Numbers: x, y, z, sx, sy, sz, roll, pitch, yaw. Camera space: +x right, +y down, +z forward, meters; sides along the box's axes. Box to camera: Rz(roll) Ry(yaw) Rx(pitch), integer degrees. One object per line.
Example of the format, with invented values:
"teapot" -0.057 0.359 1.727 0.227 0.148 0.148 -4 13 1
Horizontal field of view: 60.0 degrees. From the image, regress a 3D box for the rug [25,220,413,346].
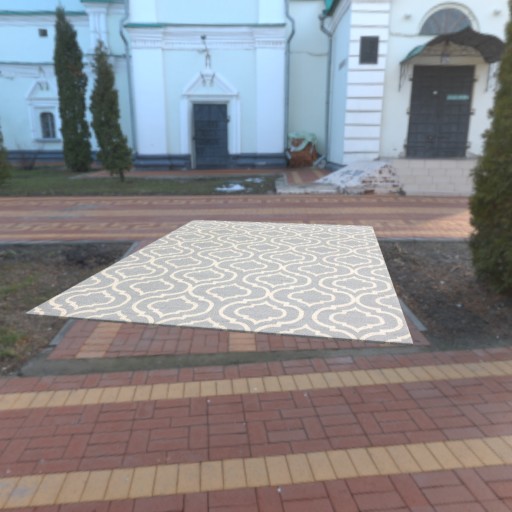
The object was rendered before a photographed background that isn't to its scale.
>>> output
"rug" 0.000 0.000 2.586 1.451 0.010 2.080 3 15 10
